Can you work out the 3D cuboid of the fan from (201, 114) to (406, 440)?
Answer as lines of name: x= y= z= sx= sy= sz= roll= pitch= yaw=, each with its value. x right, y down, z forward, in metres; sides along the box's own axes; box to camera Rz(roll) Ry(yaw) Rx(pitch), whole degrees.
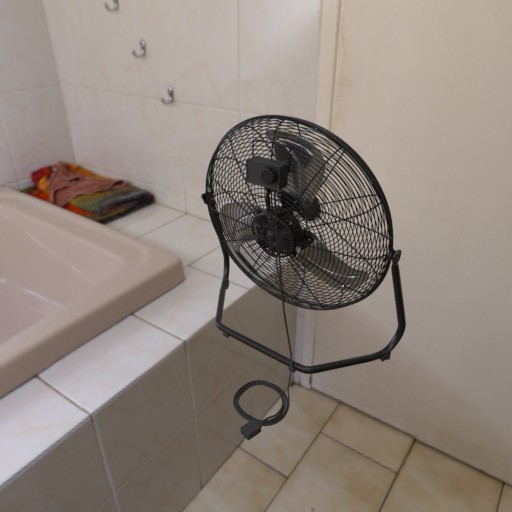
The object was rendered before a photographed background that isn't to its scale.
fan: x=0.000 y=0.000 z=0.936 sx=0.555 sy=0.546 sz=0.424 roll=21 pitch=36 yaw=32
